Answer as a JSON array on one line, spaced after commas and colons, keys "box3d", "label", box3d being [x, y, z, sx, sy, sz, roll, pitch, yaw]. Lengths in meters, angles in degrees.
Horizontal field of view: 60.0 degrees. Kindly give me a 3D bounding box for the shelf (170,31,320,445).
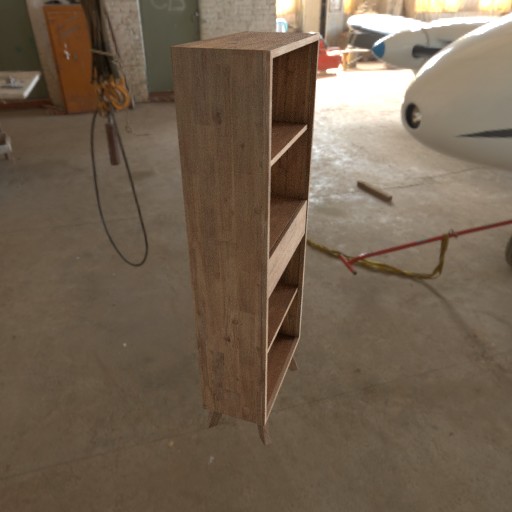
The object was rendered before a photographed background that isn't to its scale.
[{"box3d": [0.000, 0.000, 1.521, 0.267, 1.342, 0.491, 10, 32, 17], "label": "shelf"}]
